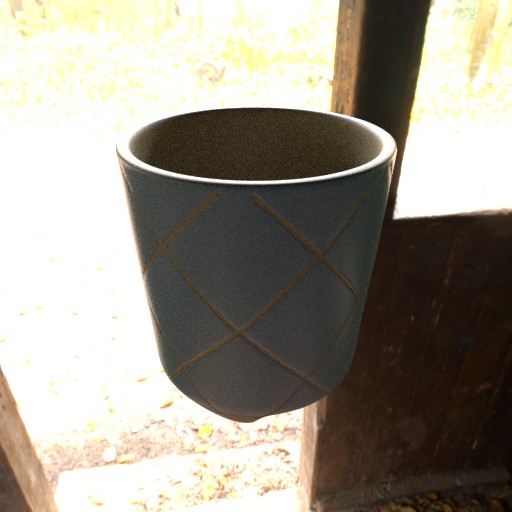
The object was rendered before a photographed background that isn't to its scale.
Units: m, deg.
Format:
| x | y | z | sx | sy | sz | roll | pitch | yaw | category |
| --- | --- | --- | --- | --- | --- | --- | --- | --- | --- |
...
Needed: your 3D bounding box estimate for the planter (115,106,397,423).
| x | y | z | sx | sy | sz | roll | pitch | yaw | category |
| --- | --- | --- | --- | --- | --- | --- | --- | --- | --- |
| 0.000 | 0.000 | 0.429 | 0.227 | 0.235 | 0.227 | 0 | 31 | 0 | planter |
